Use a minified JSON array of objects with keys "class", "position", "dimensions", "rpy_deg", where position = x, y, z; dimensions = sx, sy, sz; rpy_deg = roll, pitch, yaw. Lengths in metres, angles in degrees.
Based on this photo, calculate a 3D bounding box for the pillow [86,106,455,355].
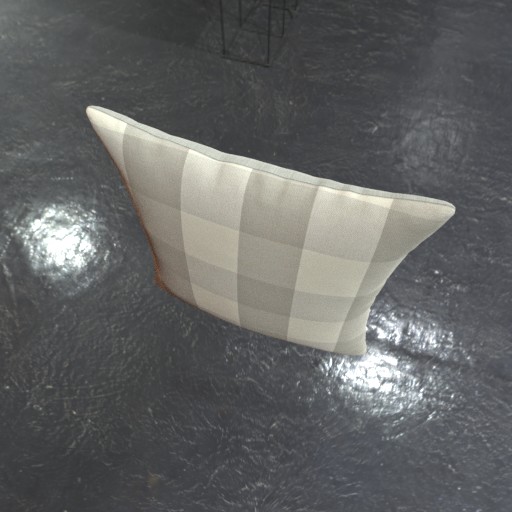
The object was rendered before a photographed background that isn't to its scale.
[{"class":"pillow","position":[0.000,0.000,0.790],"dimensions":[0.511,0.509,0.161],"rpy_deg":[18,60,11]}]
